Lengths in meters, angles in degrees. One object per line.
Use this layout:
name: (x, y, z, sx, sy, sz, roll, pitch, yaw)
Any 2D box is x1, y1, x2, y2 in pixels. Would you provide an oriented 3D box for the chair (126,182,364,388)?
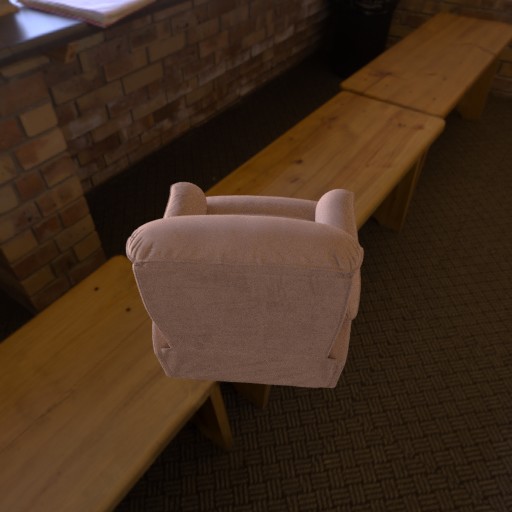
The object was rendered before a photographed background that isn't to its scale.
chair: (0.000, 0.000, 1.770, 0.820, 1.037, 1.004, 3, 45, 3)
